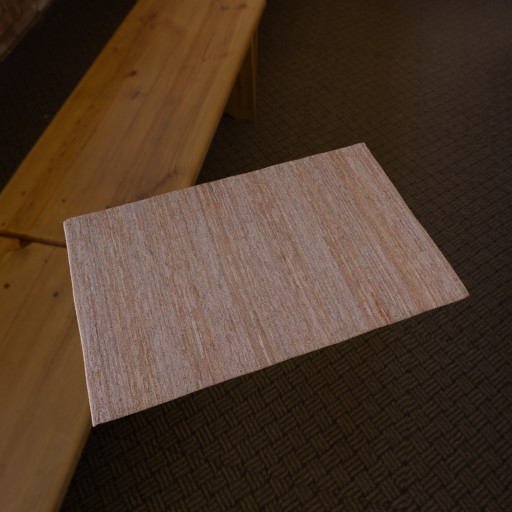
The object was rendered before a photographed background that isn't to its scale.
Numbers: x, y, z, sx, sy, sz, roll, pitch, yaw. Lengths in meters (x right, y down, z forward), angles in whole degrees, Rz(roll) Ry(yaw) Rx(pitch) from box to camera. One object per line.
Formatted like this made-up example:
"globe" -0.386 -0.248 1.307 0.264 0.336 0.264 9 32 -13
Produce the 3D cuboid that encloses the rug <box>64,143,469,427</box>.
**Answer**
"rug" 0.000 0.000 3.056 2.446 0.009 1.529 -17 58 -11
